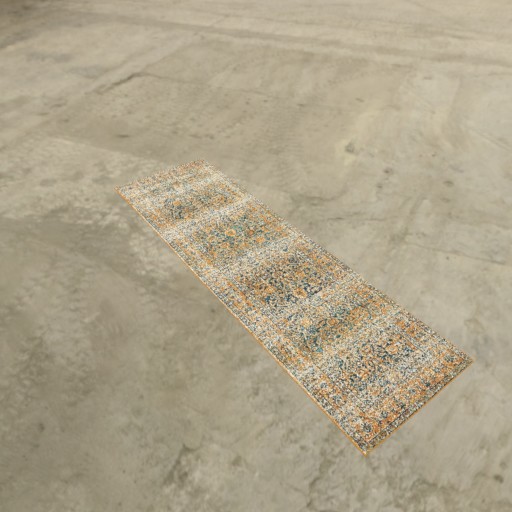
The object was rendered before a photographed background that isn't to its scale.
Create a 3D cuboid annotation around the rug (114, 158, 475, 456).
[{"bbox_3d":[0.000,0.000,2.490,0.704,0.014,2.294,-26,48,-27],"label":"rug"}]
